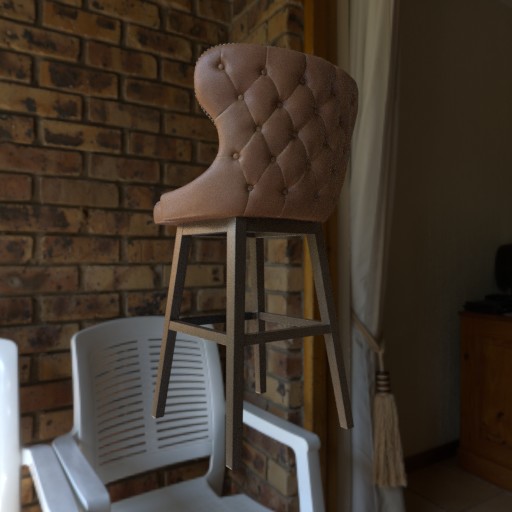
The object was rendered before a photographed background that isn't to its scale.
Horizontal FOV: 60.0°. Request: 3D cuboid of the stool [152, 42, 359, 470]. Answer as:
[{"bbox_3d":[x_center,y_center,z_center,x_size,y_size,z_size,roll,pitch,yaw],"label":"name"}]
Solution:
[{"bbox_3d":[0.000,0.000,1.427,0.591,1.087,0.606,0,0,-37],"label":"stool"}]
